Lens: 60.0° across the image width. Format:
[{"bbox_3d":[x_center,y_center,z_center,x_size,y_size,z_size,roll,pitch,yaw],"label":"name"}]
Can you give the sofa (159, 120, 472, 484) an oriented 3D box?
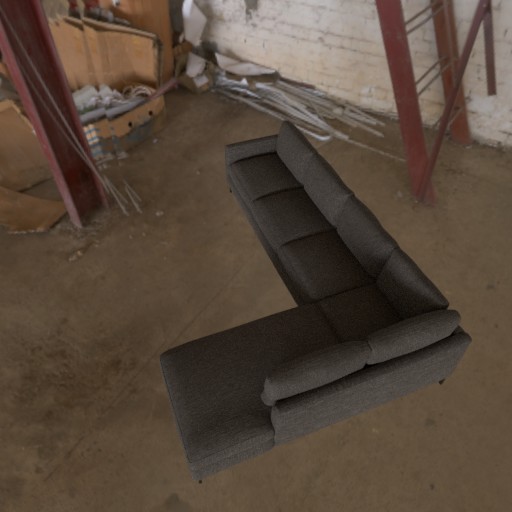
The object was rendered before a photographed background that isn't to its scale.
[{"bbox_3d":[0.000,0.000,3.788,2.007,0.815,2.949,-16,48,-15],"label":"sofa"}]
